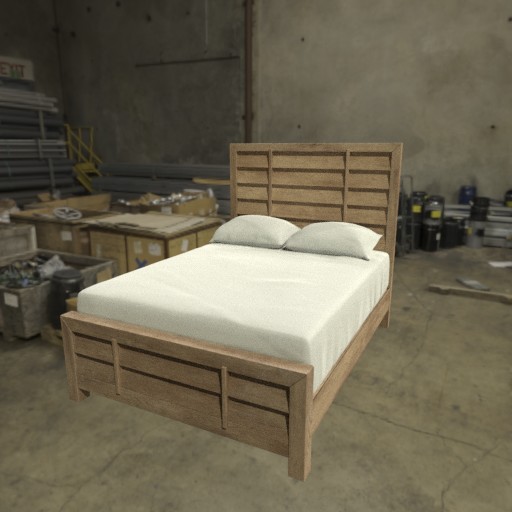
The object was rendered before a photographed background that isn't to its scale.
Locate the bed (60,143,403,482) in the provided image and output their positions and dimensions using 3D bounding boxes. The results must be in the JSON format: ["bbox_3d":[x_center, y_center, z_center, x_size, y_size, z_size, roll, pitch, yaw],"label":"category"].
[{"bbox_3d":[0.000,0.000,3.276,1.626,1.626,2.197,7,15,26],"label":"bed"}]
